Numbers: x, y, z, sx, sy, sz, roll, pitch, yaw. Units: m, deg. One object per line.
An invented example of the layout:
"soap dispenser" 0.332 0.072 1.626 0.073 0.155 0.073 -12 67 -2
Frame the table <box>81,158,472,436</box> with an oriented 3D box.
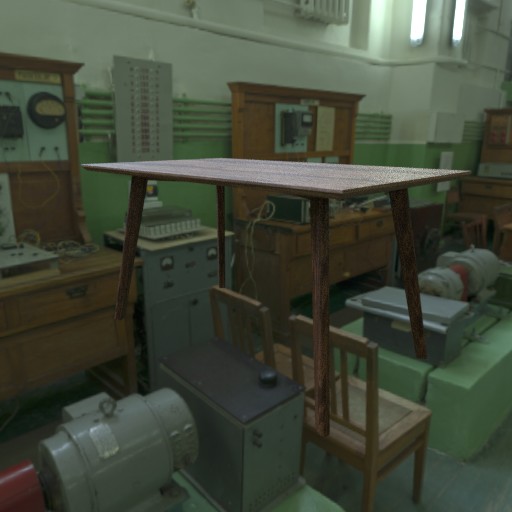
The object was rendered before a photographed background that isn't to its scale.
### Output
"table" 0.000 0.000 1.841 1.349 0.724 0.801 14 21 43
